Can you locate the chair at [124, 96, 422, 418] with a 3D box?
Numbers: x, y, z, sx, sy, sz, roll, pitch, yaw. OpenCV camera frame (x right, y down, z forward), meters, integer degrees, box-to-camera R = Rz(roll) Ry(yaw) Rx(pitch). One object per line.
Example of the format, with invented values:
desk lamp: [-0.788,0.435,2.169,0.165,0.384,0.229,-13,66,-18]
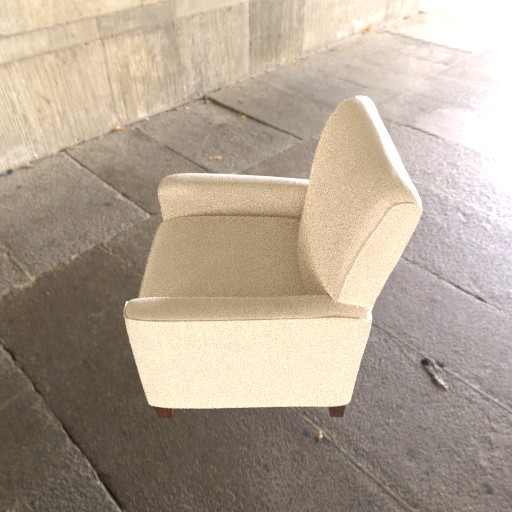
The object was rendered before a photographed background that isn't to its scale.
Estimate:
chair: [0.000,0.000,1.671,0.858,1.028,0.841,0,42,0]
